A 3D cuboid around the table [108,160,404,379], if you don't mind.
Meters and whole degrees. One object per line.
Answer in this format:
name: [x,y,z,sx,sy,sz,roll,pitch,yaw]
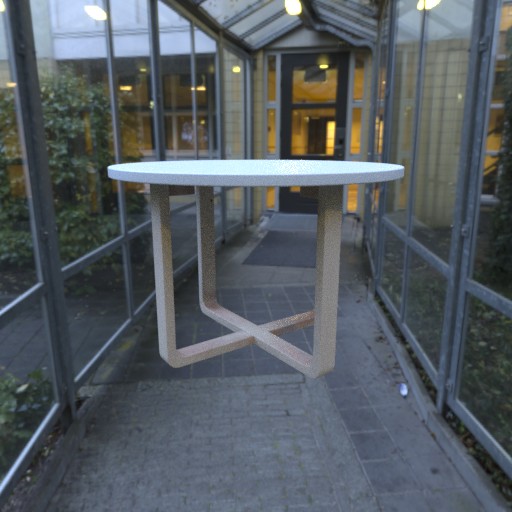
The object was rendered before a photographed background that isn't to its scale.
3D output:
table: [0.000,0.000,0.991,0.600,0.400,0.600,0,14,0]
